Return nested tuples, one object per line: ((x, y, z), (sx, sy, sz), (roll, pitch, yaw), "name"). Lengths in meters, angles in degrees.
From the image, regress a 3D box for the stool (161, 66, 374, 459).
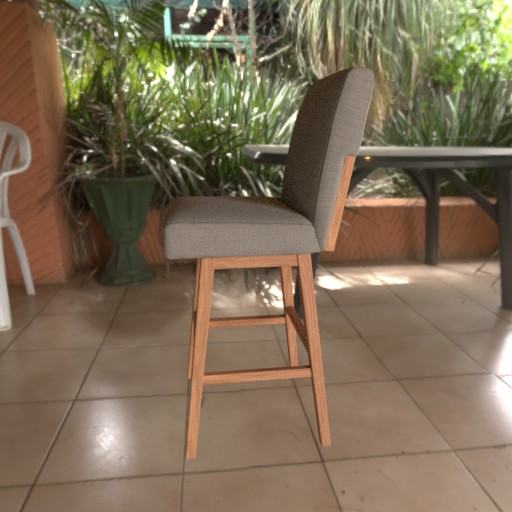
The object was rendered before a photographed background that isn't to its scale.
((0.000, 0.000, 1.434), (0.570, 1.112, 0.483), (-2, 16, -7), "stool")
